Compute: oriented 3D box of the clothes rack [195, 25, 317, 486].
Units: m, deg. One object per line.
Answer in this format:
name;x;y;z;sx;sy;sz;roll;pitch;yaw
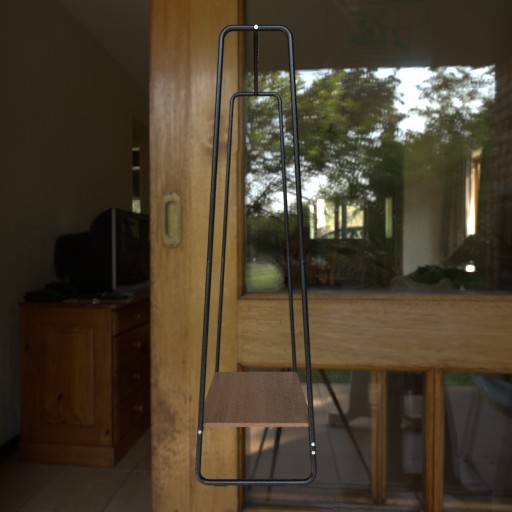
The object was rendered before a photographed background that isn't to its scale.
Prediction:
clothes rack;0.000;0.000;1.753;0.400;1.500;0.640;0;1;0
